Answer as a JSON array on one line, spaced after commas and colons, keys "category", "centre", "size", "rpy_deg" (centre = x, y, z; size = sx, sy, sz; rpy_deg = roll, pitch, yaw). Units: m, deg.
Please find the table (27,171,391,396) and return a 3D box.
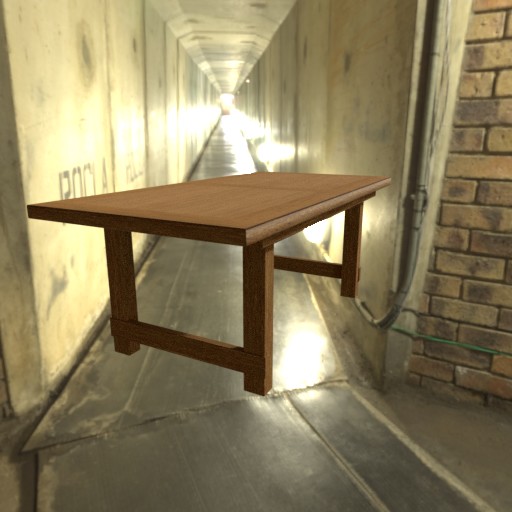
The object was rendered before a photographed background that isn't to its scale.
[{"category": "table", "centre": [0.000, 0.000, 2.465], "size": [1.000, 0.762, 1.982], "rpy_deg": [8, 17, 27]}]
